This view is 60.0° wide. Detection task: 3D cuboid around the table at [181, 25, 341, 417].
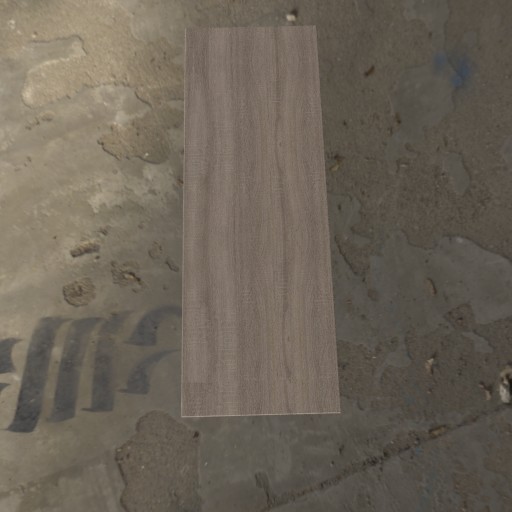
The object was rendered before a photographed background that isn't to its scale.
[{"bbox_3d":[0.000,0.000,1.893,0.398,1.388,1.111,-1,78,0],"label":"table"}]
